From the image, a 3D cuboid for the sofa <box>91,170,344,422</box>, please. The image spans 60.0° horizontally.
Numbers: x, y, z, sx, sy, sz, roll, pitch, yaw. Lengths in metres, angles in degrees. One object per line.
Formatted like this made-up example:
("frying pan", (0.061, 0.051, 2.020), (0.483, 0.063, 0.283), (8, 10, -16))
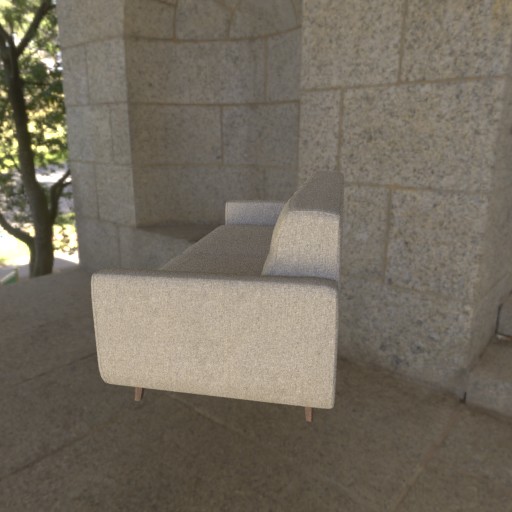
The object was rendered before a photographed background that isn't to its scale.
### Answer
("sofa", (0.000, 0.000, 2.557), (0.968, 0.873, 2.055), (3, 15, 11))
